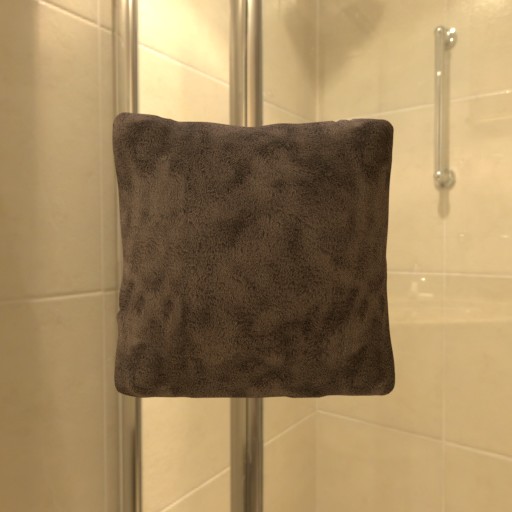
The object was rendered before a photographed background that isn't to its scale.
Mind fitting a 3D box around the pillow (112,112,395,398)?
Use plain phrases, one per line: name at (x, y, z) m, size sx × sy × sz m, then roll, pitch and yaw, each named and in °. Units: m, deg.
pillow at (0.000, 0.000, 0.805) m, size 0.522 × 0.520 × 0.204 m, roll 0°, pitch 1°, yaw -2°
